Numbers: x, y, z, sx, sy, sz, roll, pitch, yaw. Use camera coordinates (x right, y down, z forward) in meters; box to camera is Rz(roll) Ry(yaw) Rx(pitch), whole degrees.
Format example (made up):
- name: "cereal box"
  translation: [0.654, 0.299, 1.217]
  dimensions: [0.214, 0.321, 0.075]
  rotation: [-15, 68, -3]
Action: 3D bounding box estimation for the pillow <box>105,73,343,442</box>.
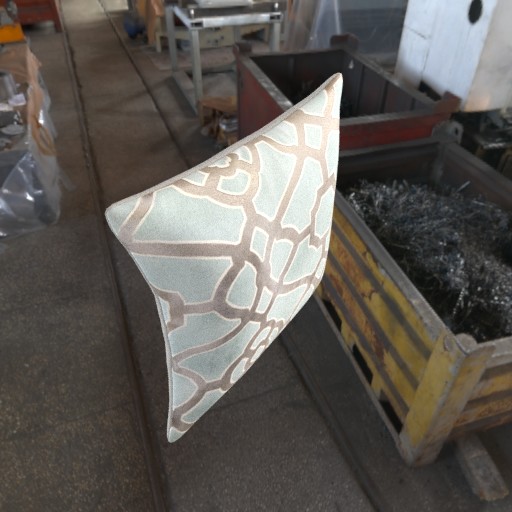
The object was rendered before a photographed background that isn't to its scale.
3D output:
- name: "pillow"
  translation: [0.000, 0.000, 0.814]
  dimensions: [0.166, 0.508, 0.552]
  rotation: [25, 46, 26]
